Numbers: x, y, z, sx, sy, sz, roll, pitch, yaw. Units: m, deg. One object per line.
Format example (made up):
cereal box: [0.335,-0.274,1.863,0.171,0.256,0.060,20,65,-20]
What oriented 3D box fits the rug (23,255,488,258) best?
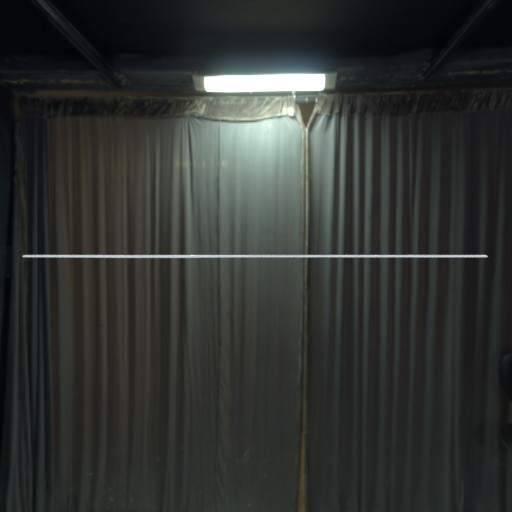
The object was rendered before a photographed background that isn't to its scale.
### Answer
rug: [0.000,0.000,3.895,2.895,0.018,2.288,0,0,1]
